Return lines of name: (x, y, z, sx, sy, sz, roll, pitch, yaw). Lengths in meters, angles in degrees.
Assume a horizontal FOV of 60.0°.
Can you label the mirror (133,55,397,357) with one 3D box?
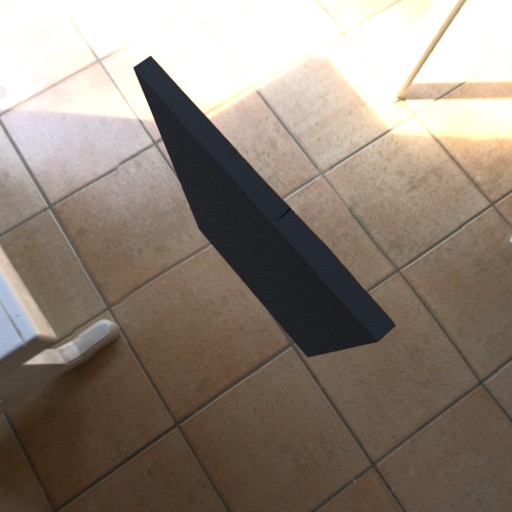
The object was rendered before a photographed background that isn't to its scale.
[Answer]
mirror: (0.000, 0.000, 1.150, 0.044, 0.912, 0.606, -39, 79, -9)
